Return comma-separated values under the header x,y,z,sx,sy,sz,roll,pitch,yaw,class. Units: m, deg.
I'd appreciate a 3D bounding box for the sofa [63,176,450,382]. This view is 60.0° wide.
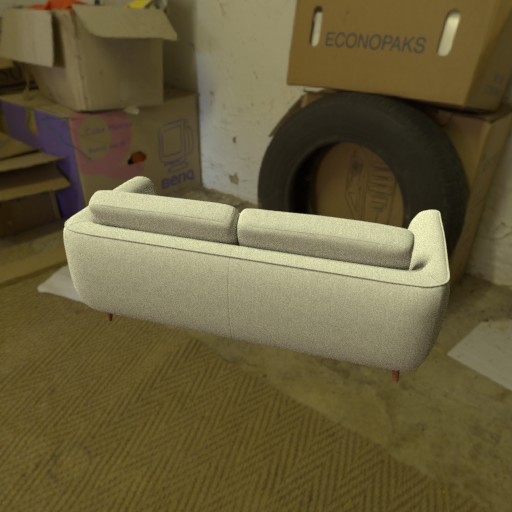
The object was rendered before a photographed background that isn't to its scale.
x,y,z,sx,sy,sz,roll,pitch,yaw,class
0.000,0.000,2.541,2.000,0.850,0.920,9,32,14,sofa
